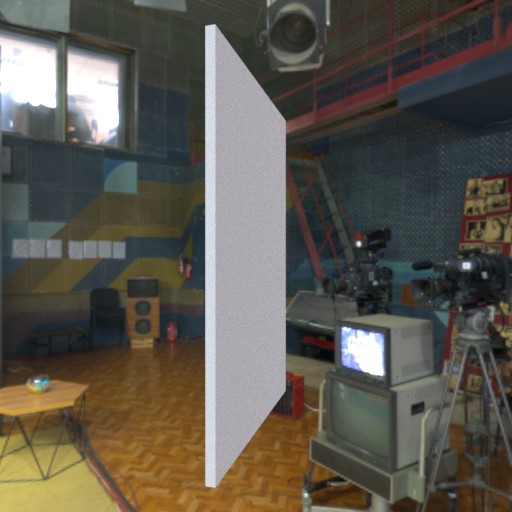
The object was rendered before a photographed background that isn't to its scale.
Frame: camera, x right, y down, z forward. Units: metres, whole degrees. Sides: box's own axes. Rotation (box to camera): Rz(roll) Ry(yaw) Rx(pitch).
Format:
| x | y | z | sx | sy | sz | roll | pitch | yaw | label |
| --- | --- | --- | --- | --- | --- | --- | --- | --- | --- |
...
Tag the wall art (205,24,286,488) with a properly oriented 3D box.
| x | y | z | sx | sy | sz | roll | pitch | yaw | label |
| --- | --- | --- | --- | --- | --- | --- | --- | --- | --- |
| 0.000 | 0.000 | 0.694 | 0.013 | 0.533 | 0.381 | 0 | 0 | 16 | wall art |
